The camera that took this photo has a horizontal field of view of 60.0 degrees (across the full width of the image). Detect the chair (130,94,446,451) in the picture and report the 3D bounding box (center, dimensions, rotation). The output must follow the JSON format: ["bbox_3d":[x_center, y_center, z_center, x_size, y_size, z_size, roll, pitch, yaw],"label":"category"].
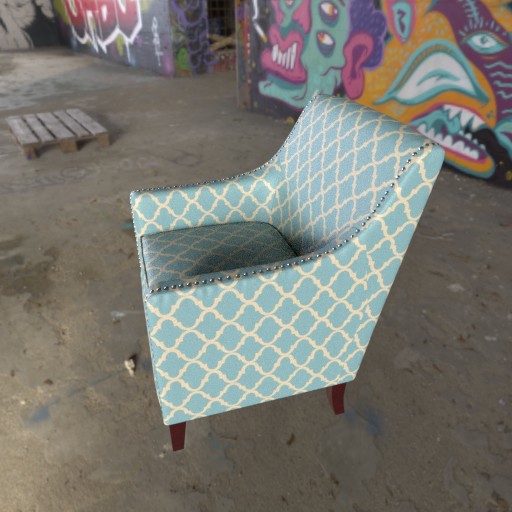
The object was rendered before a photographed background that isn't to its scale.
[{"bbox_3d":[0.000,0.000,1.322,0.686,0.817,0.617,-9,32,-15],"label":"chair"}]
